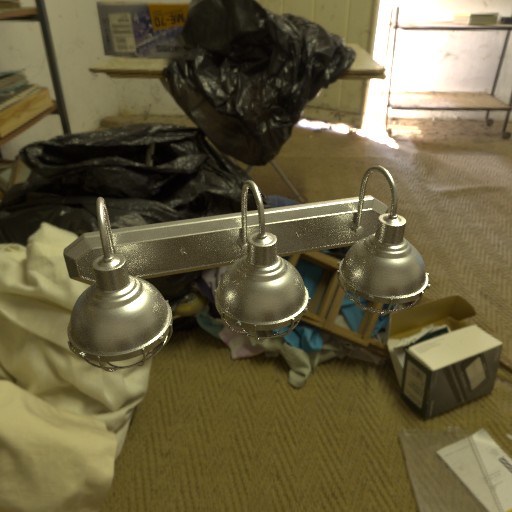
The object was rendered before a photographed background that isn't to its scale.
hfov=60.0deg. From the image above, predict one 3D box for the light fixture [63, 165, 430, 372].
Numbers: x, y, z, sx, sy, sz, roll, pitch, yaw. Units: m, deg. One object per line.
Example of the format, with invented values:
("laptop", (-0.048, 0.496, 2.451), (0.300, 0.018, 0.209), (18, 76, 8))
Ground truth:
("light fixture", (0.000, 0.000, 0.762), (0.634, 0.254, 0.229), (-9, 33, -14))
